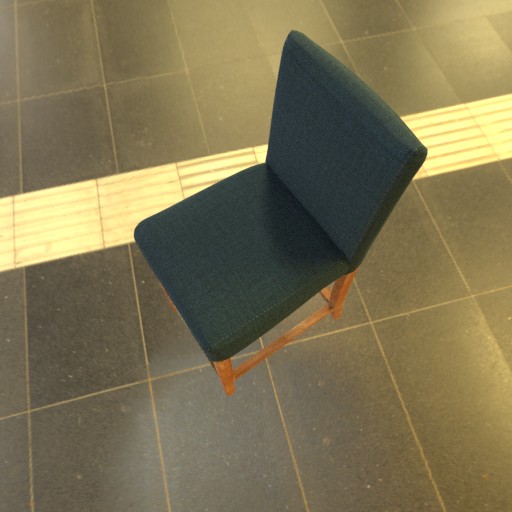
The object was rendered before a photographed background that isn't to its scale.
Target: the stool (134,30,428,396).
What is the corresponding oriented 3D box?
[{"bbox_3d":[0.000,0.000,1.324,0.567,1.039,0.454,-31,68,-15],"label":"stool"}]
